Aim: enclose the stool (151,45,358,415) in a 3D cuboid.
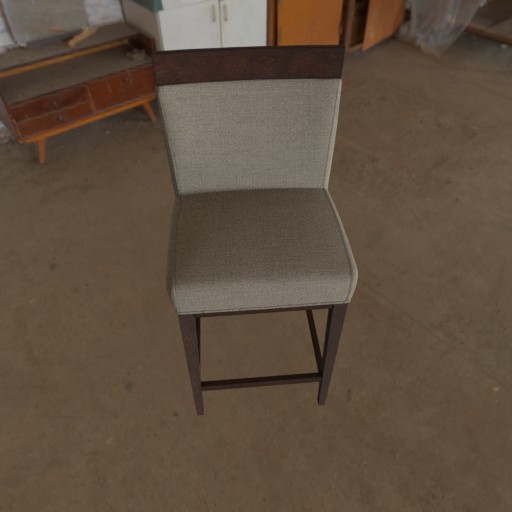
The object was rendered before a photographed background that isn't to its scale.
[{"bbox_3d":[0.000,0.000,1.413,0.511,1.117,0.531,-4,47,-3],"label":"stool"}]
